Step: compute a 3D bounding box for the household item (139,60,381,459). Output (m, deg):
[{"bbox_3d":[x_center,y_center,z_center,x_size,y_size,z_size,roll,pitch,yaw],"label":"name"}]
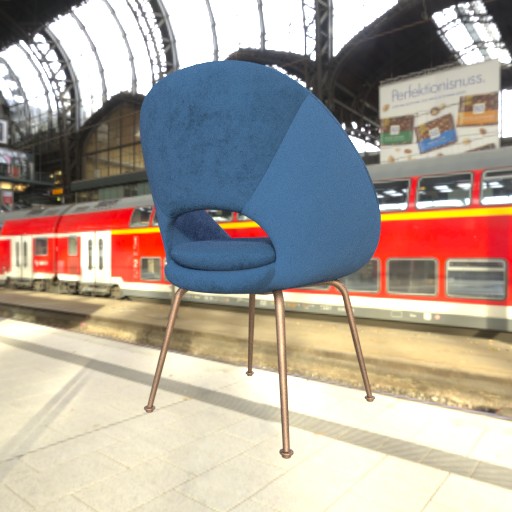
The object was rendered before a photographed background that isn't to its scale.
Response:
[{"bbox_3d":[0.000,0.000,1.212,0.623,0.852,0.573,0,1,37],"label":"household item"}]
